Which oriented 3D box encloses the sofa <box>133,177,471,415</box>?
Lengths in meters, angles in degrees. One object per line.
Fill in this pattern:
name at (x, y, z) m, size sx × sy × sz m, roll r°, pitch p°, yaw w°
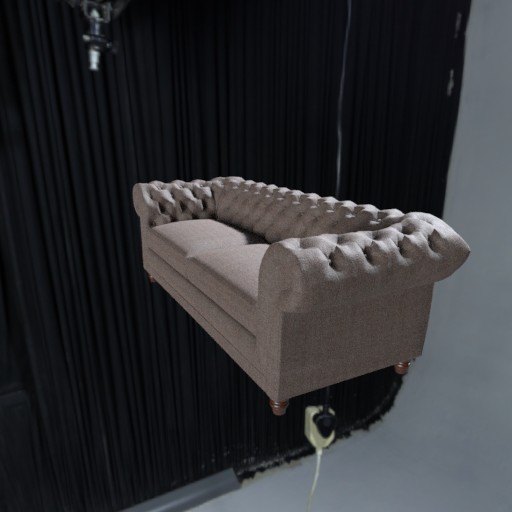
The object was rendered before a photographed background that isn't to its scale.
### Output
sofa at (0.000, 0.000, 2.739) m, size 0.944 × 0.787 × 2.385 m, roll -8°, pitch 18°, yaw -27°
